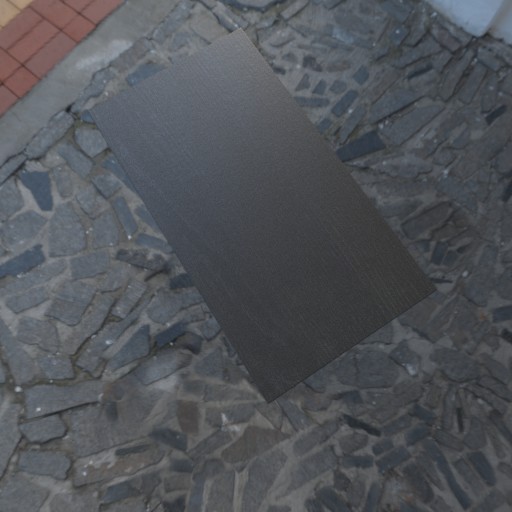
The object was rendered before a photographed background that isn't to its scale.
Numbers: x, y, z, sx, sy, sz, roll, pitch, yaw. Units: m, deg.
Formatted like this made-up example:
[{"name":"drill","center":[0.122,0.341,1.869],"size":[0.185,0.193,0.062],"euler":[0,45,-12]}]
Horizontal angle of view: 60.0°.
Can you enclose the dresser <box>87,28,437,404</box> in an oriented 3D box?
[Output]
[{"name":"dresser","center":[0.000,0.000,1.382],"size":[0.398,1.020,0.700],"euler":[-32,78,-8]}]
